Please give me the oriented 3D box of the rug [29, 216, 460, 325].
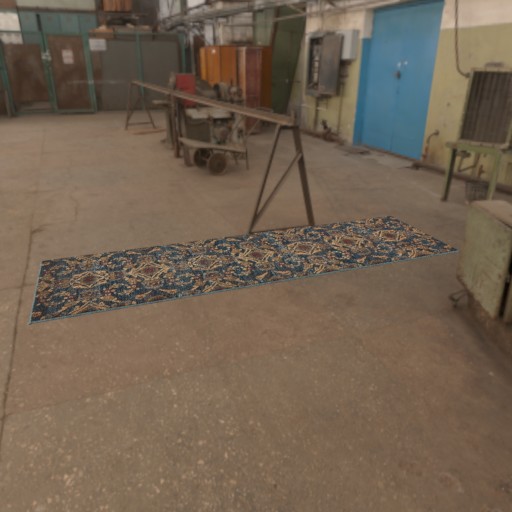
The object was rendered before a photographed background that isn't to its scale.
[{"bbox_3d":[0.000,0.000,2.525,2.292,0.014,0.685,-8,25,-18],"label":"rug"}]
